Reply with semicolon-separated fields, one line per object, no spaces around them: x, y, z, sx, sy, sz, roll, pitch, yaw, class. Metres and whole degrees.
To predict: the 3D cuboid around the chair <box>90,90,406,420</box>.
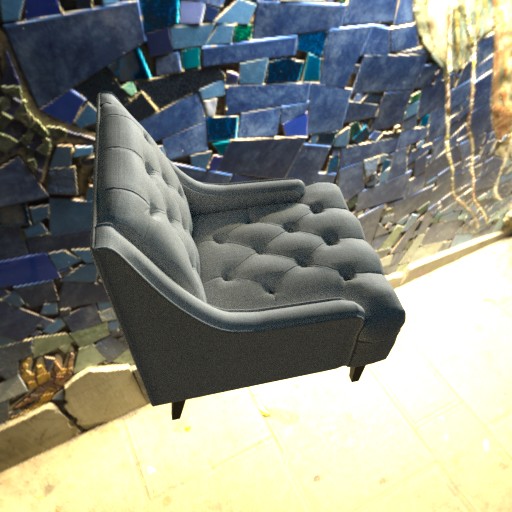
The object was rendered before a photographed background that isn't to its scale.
0.000;0.000;1.399;0.772;0.891;0.658;-9;48;-8;chair
